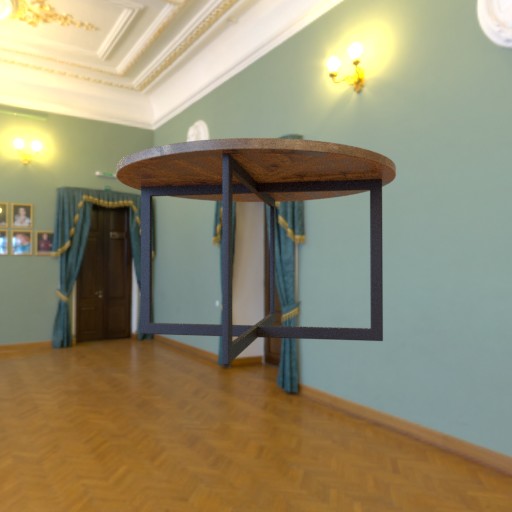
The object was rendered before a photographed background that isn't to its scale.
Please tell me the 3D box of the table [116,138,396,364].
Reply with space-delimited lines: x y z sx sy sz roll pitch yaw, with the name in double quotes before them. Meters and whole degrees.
"table" 0.000 0.000 2.093 1.264 0.762 1.264 0 -1 0
